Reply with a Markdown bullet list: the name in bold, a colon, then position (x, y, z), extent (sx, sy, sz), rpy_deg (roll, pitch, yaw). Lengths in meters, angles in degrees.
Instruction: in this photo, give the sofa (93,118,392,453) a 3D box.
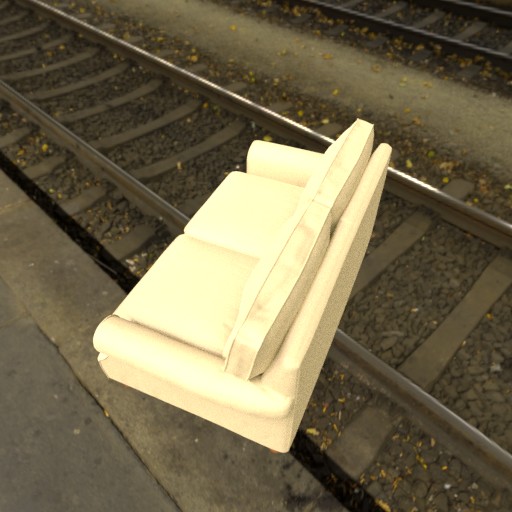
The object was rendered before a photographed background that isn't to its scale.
- **sofa**: position (0.000, 0.000, 2.268), extent (0.964, 0.937, 1.665), rpy_deg (17, 48, 17)
